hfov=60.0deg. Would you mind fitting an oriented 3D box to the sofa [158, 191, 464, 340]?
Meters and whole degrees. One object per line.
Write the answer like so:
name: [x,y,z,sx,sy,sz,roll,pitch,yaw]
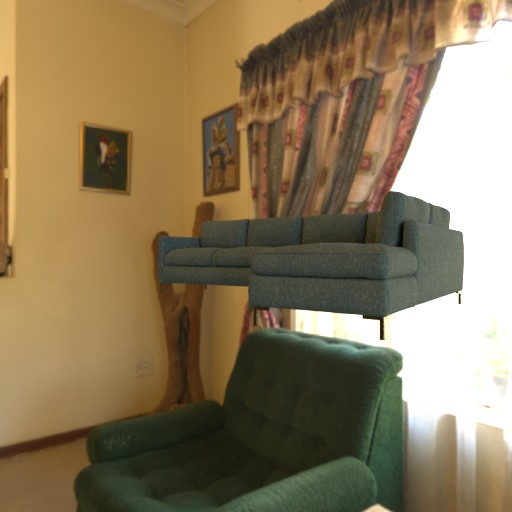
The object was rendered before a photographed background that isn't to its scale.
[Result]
sofa: [0.000,0.000,3.759,2.949,0.815,2.007,0,0,35]
